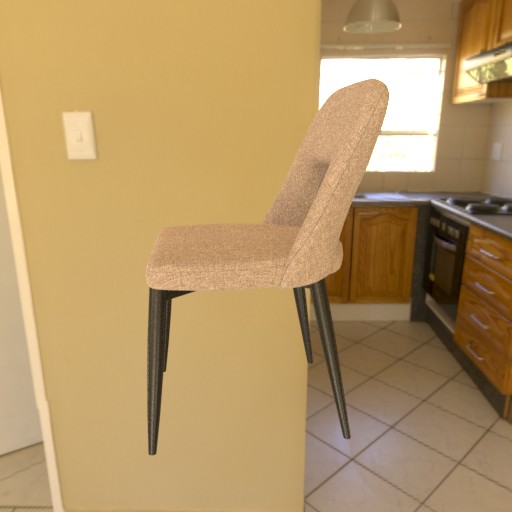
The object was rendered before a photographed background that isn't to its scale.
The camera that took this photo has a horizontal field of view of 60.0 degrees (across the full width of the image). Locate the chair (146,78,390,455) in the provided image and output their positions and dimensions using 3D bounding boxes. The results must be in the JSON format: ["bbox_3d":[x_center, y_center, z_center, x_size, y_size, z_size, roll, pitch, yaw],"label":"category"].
[{"bbox_3d":[0.000,0.000,1.253,0.612,0.931,0.470,-2,15,-7],"label":"chair"}]
